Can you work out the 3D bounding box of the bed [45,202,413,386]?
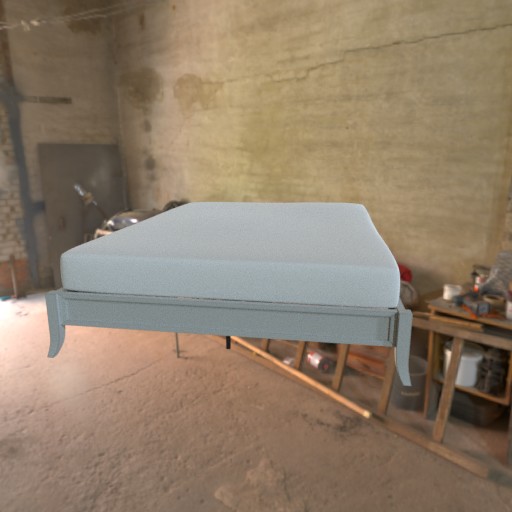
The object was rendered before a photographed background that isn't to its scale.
[{"bbox_3d":[0.000,0.000,2.859,1.604,0.510,2.108,2,14,9],"label":"bed"}]
